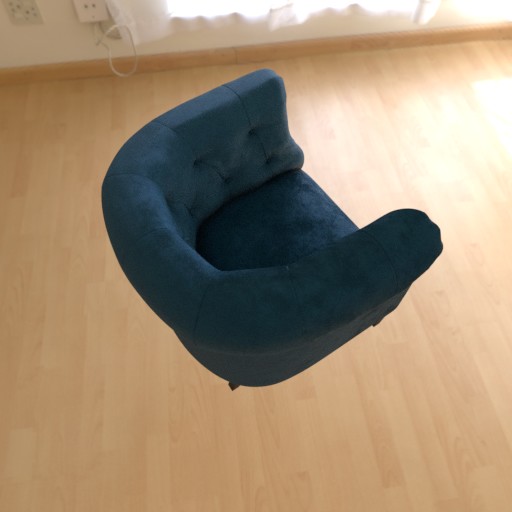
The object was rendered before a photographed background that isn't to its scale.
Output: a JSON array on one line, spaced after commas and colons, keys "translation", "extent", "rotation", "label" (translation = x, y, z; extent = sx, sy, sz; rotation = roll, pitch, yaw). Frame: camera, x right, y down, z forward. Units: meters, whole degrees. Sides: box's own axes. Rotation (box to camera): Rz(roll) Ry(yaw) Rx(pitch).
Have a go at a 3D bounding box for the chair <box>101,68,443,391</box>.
[{"translation": [0.000, 0.000, 1.572], "extent": [0.851, 0.826, 0.904], "rotation": [-30, 63, -16], "label": "chair"}]
